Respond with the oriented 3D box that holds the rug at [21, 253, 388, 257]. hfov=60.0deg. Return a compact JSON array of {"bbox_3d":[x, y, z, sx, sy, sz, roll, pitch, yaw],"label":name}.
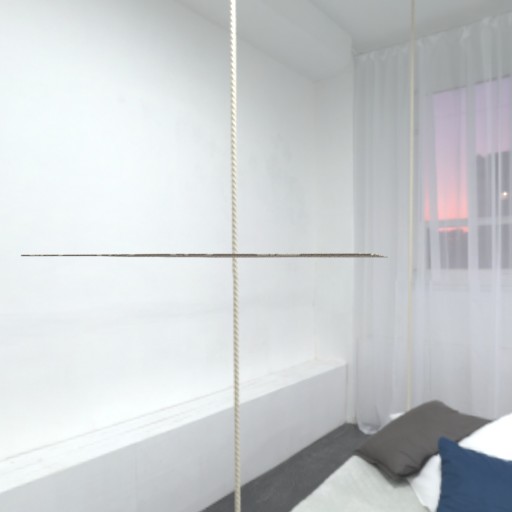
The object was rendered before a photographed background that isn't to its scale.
[{"bbox_3d":[0.000,0.000,4.412,2.441,0.020,3.419,0,0,18],"label":"rug"}]
